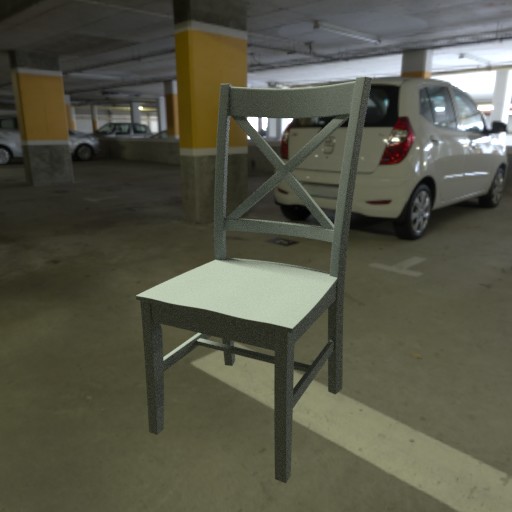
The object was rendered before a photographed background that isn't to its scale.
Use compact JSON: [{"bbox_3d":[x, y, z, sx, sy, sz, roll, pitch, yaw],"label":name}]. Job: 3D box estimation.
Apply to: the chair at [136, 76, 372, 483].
[{"bbox_3d":[0.000,0.000,1.279,0.485,0.983,0.542,8,18,26],"label":"chair"}]
